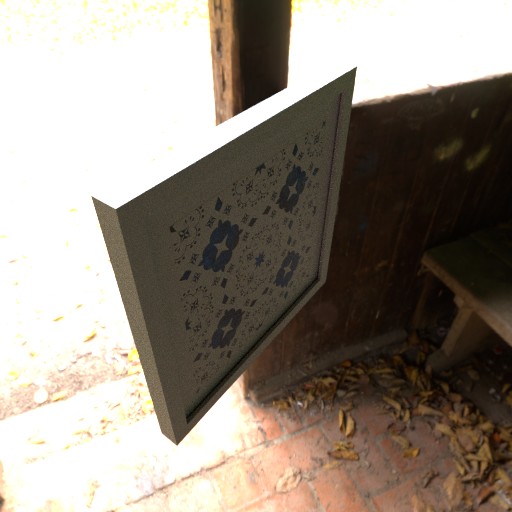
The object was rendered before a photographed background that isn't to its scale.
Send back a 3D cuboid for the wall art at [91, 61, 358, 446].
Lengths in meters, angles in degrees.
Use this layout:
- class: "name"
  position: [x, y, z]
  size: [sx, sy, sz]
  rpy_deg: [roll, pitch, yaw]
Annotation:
- class: "wall art"
  position: [0.000, 0.000, 0.533]
  size: [0.027, 0.355, 0.355]
  rpy_deg: [27, 48, 27]
